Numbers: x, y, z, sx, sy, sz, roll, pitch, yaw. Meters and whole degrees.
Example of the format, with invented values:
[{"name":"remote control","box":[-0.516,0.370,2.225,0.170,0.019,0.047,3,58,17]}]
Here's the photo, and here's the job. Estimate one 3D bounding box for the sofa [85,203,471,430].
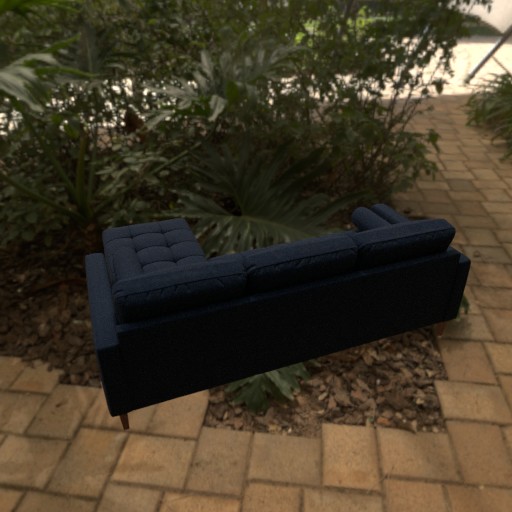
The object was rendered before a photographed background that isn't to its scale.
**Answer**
[{"name":"sofa","box":[0.000,0.000,3.033,2.185,0.841,1.613,-11,32,-18]}]
